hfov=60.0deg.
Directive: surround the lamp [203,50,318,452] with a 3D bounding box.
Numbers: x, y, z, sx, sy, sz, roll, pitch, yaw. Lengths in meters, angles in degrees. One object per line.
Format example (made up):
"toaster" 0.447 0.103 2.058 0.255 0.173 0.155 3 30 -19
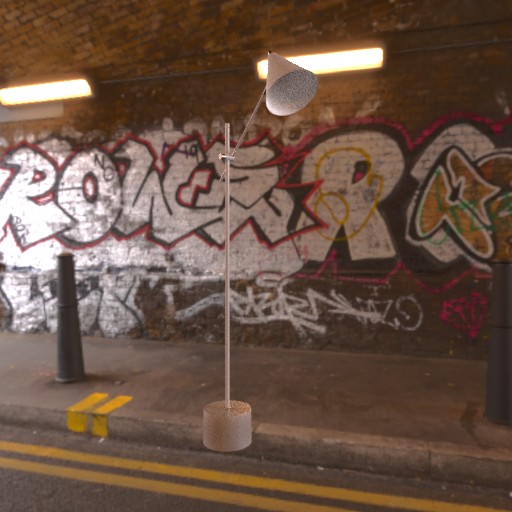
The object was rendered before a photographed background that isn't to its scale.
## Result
"lamp" 0.000 0.000 1.590 0.223 1.430 0.508 0 0 -36
